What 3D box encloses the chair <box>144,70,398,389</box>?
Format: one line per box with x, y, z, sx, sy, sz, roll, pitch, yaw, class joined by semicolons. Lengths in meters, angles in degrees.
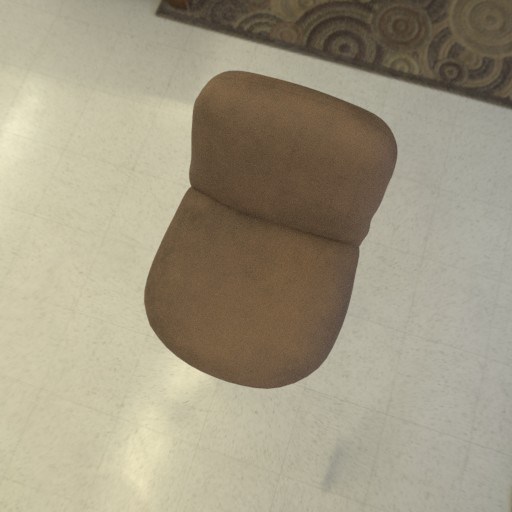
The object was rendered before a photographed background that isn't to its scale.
0.000;0.000;1.042;0.521;0.594;0.597;20;77;5;chair
